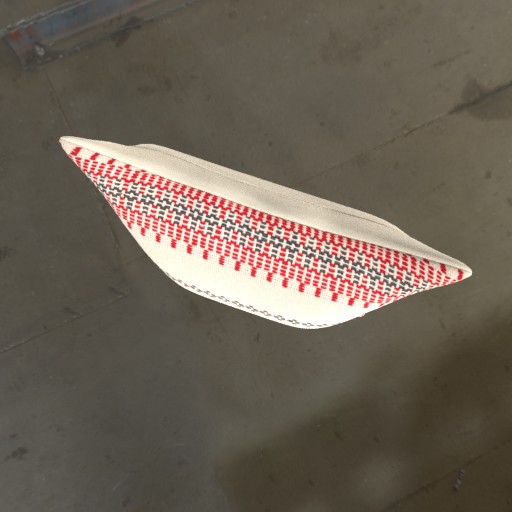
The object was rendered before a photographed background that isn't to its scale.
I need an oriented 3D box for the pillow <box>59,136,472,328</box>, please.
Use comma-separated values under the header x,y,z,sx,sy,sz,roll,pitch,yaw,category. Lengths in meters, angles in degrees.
x,y,z,sx,sy,sz,roll,pitch,yaw,category
0.000,0.000,0.688,0.463,0.454,0.160,19,78,4,pillow
